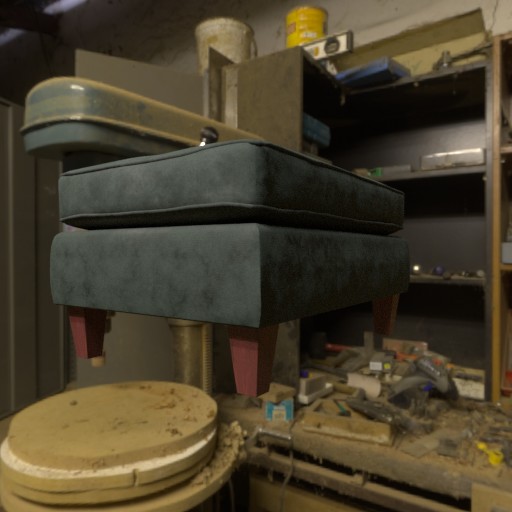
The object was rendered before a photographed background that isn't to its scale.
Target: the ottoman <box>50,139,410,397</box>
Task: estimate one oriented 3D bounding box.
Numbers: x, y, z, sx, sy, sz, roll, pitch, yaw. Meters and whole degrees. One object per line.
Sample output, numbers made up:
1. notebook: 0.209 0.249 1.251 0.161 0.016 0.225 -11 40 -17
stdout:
1. ottoman: 0.000 0.000 1.251 0.632 0.495 0.864 0 1 35
